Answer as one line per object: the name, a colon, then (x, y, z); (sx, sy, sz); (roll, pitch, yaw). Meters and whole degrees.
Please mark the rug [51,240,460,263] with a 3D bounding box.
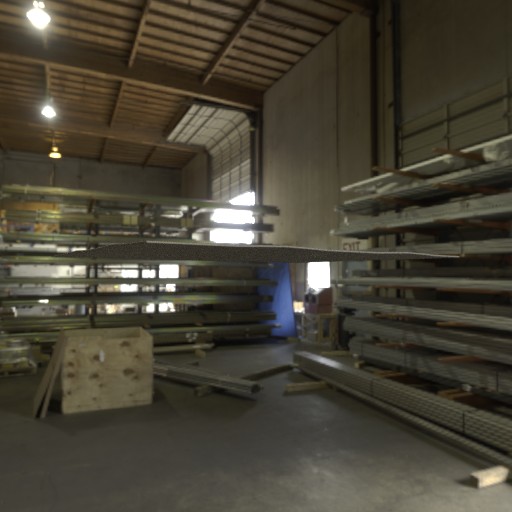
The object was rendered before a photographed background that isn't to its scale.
rug: (0.000, 0.000, 4.474); (3.333, 0.027, 2.428); (2, -3, -36)
